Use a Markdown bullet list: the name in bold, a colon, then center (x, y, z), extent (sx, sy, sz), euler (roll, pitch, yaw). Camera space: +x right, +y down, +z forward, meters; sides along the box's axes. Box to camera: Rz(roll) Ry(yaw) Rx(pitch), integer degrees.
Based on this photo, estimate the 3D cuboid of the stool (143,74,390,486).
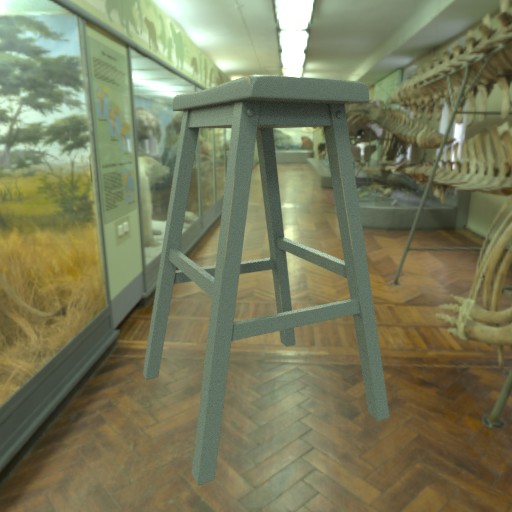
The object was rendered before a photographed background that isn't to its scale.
- **stool**: center (0.000, 0.000, 1.044), extent (0.476, 0.737, 0.457), euler (-7, 17, -26)
